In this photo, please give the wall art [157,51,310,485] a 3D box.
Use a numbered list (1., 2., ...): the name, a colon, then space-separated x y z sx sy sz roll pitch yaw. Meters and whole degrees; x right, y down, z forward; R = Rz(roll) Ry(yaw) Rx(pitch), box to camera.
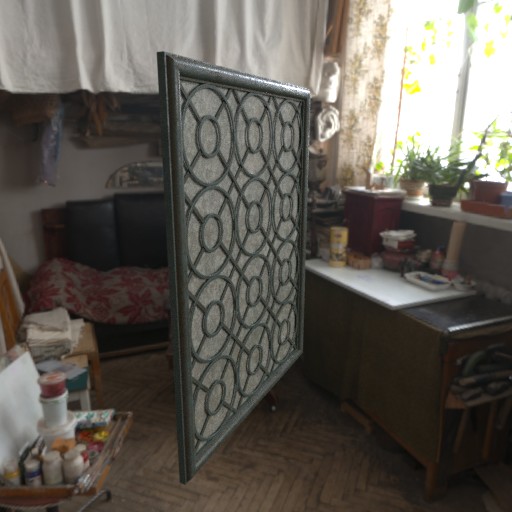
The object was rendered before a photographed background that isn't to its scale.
1. wall art: 0.000 0.000 1.293 0.030 0.983 0.767 8 17 26
